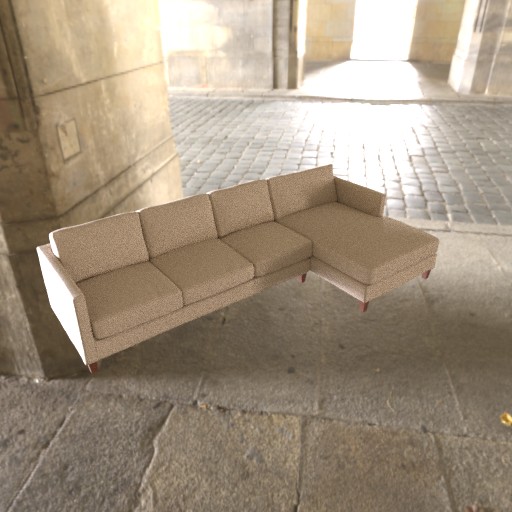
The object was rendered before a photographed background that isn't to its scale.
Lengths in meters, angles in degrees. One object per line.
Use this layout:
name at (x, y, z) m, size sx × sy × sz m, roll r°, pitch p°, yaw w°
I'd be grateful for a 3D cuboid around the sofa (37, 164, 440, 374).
sofa at (0.000, 0.000, 3.907) m, size 3.186 × 0.861 × 1.625 m, roll -20°, pitch 35°, yaw -32°
